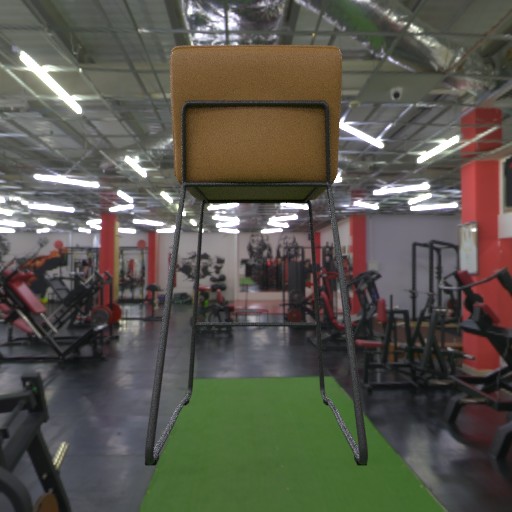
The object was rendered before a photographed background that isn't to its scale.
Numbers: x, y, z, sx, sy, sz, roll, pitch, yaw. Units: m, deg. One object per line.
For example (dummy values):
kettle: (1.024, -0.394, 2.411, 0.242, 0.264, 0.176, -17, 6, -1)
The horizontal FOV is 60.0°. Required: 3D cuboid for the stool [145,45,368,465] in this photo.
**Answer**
stool: (0.000, 0.000, 1.219, 0.489, 0.936, 0.524, 0, -2, 0)
